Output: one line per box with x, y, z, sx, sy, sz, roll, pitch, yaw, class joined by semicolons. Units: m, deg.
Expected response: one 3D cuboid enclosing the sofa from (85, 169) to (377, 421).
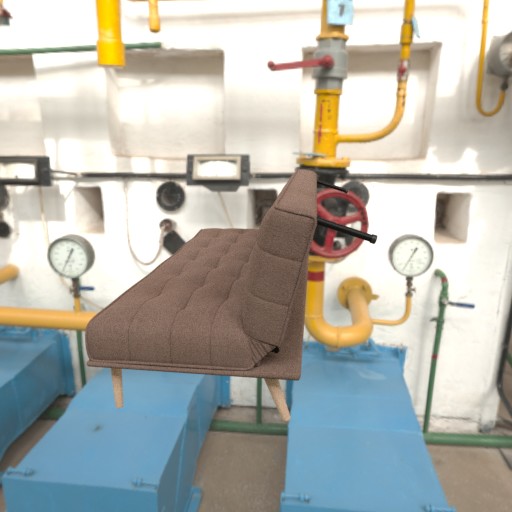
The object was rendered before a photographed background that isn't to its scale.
0.000;0.000;2.369;1.038;0.810;1.820;2;15;7;sofa
